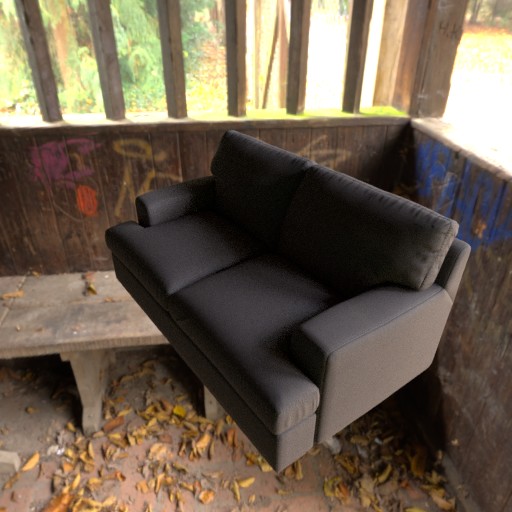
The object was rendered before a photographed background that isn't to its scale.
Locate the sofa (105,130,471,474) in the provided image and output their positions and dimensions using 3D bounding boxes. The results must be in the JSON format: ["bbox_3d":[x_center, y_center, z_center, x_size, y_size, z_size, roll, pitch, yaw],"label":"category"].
[{"bbox_3d":[0.000,0.000,2.505,1.143,0.940,1.880,-21,37,-30],"label":"sofa"}]
